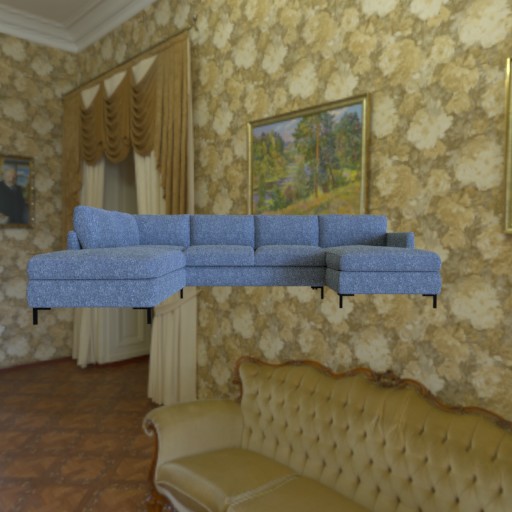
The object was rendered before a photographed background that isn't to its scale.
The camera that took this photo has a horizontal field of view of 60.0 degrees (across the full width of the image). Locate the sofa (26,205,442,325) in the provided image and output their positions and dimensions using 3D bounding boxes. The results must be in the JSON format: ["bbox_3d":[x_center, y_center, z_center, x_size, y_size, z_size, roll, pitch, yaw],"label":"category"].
[{"bbox_3d":[0.000,0.000,3.535,2.737,0.756,1.879,0,2,0],"label":"sofa"}]
